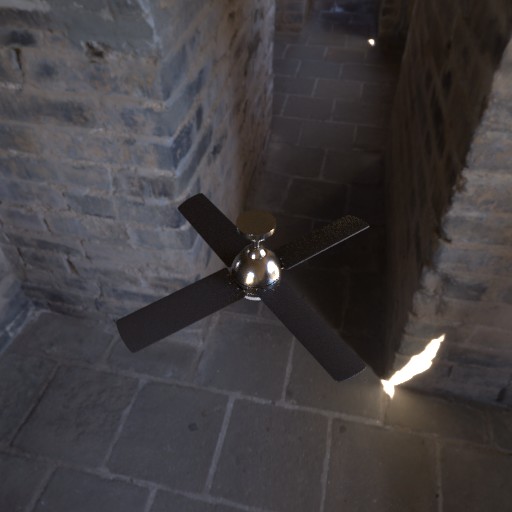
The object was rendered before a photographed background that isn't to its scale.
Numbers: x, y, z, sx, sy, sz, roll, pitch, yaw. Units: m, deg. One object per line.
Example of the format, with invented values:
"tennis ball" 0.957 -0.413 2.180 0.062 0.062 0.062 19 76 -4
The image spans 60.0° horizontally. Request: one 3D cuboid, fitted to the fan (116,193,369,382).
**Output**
"fan" 0.000 0.000 2.009 1.332 0.403 1.332 -26 50 -24
